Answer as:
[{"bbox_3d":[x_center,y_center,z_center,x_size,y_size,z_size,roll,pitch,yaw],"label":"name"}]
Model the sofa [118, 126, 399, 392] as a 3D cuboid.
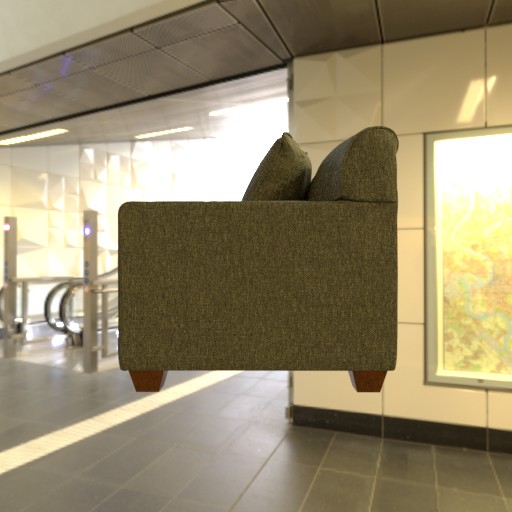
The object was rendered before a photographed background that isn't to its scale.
[{"bbox_3d":[0.000,0.000,2.402,0.998,0.958,1.846,0,-1,0],"label":"sofa"}]
